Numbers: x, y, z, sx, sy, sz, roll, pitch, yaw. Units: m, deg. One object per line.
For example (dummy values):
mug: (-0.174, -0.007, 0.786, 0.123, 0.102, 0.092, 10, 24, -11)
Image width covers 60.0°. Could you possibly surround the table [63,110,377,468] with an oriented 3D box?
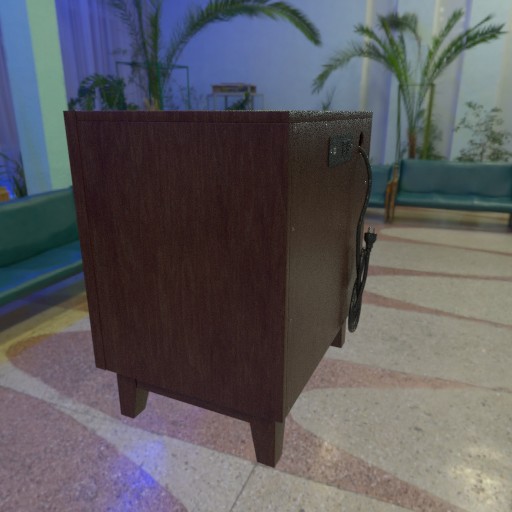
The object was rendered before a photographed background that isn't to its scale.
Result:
table: (0.000, 0.000, 0.979, 0.449, 0.609, 0.557, 8, 20, 24)
